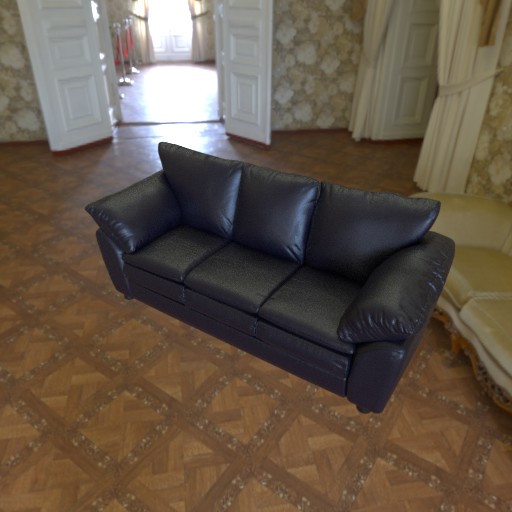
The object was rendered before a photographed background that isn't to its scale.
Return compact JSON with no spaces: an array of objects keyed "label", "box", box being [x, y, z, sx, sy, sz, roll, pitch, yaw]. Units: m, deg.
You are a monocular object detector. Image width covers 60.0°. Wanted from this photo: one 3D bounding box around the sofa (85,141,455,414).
[{"label":"sofa","box":[0.000,0.000,2.943,2.336,1.073,0.880,19,35,29]}]
